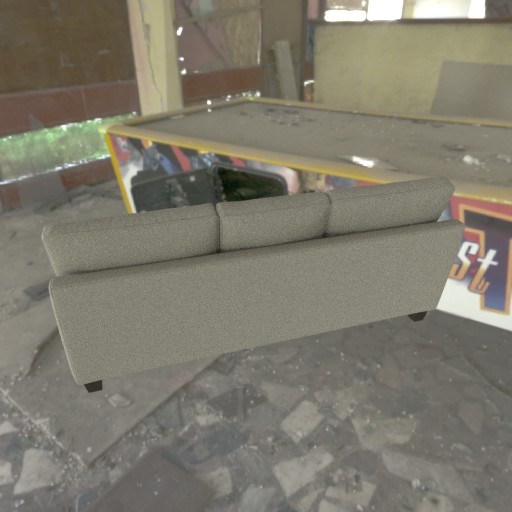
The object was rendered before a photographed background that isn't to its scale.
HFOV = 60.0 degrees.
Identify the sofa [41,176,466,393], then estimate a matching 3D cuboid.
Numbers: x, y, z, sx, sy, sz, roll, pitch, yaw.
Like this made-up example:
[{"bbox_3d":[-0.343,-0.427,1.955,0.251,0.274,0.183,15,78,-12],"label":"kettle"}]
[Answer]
[{"bbox_3d":[0.000,0.000,2.839,2.323,0.997,1.016,-9,28,-16],"label":"sofa"}]
